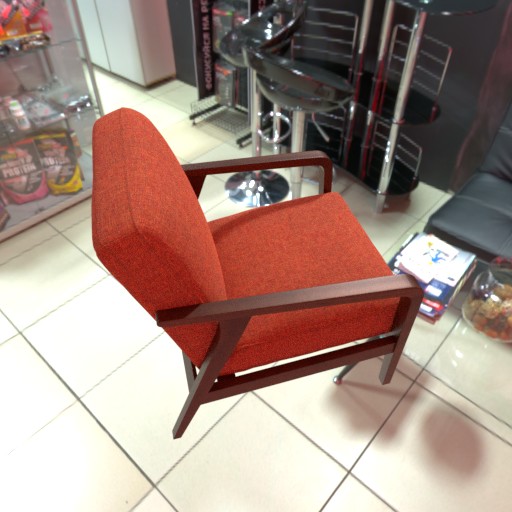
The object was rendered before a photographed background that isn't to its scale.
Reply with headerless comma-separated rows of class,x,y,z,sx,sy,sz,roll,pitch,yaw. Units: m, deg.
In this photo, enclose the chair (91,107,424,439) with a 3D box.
chair,0.000,0.000,1.464,0.860,0.890,0.719,-11,45,-11
